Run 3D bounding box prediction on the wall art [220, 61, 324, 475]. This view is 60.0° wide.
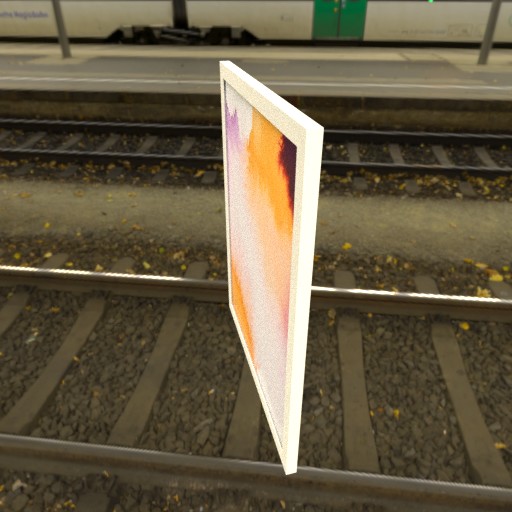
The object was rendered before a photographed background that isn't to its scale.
[{"bbox_3d":[0.000,0.000,1.107,0.026,0.811,0.661,-8,32,-12],"label":"wall art"}]
